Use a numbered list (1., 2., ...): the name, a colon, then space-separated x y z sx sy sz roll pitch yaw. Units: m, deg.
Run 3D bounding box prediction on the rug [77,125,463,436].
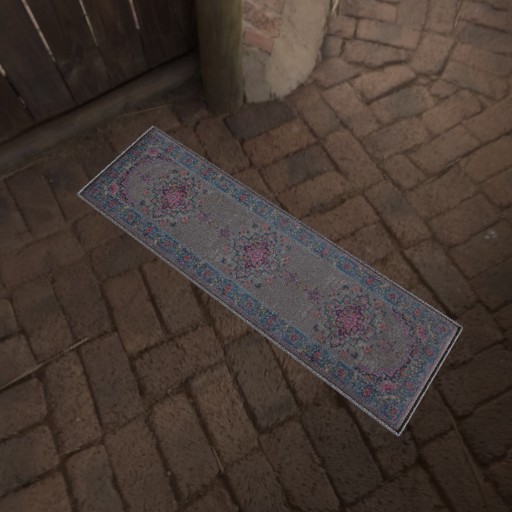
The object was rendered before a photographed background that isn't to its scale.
1. rug: 0.000 0.000 2.049 1.827 0.012 0.553 35 70 15
